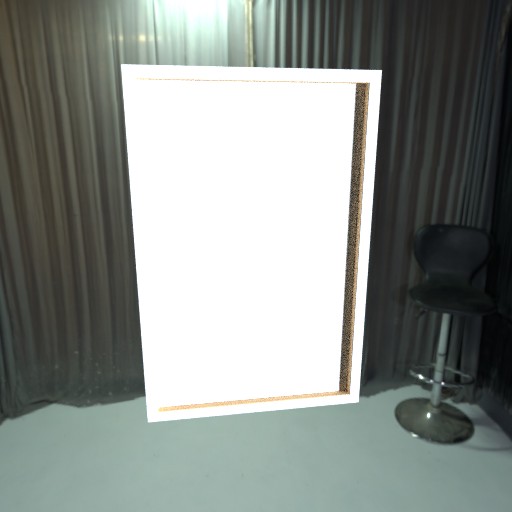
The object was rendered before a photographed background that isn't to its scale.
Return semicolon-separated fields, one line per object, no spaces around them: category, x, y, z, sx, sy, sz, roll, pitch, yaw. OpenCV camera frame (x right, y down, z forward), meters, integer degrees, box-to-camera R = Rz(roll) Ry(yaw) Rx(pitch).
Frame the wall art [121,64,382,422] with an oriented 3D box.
wall art;0.000;0.000;1.162;0.607;0.912;0.038;-2;16;-9
